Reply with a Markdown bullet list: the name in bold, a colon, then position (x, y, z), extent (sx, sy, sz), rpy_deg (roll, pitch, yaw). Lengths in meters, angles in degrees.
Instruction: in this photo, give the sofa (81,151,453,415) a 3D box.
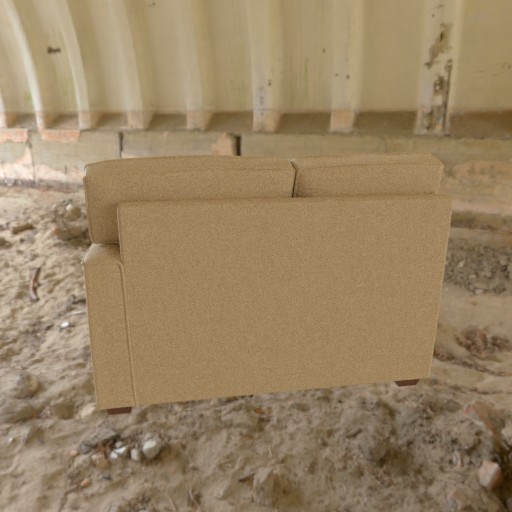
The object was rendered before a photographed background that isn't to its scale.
- **sofa**: position (0.000, 0.000, 2.102), extent (1.388, 0.989, 0.991), rpy_deg (-3, 16, -9)
